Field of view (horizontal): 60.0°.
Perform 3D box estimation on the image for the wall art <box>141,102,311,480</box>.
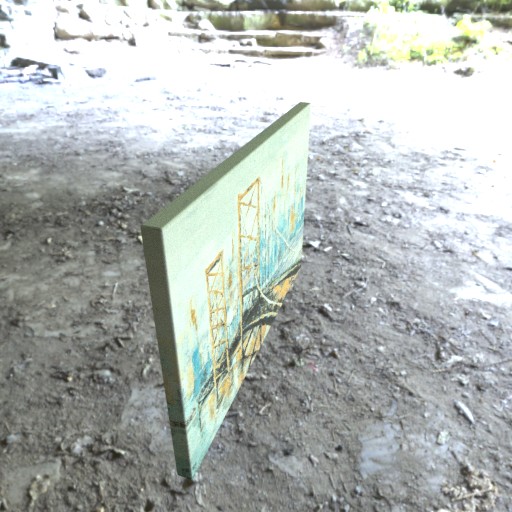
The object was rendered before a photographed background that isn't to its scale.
[{"bbox_3d":[0.000,0.000,1.173,0.038,0.609,0.913,10,32,17],"label":"wall art"}]
